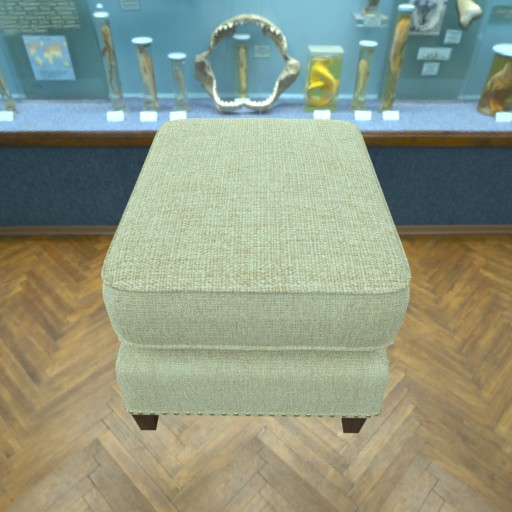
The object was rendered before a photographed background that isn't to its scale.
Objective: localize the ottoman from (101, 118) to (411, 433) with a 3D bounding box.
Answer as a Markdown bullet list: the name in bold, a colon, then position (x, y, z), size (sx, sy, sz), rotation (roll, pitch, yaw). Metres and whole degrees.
- **ottoman**: position (0.000, 0.000, 1.164), size (0.589, 0.537, 0.738), rotation (1, 41, 1)
